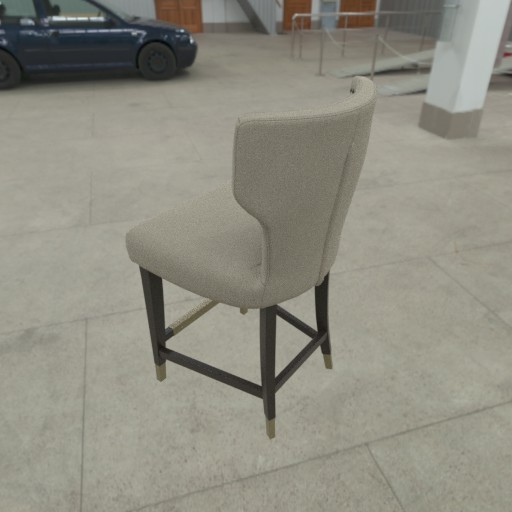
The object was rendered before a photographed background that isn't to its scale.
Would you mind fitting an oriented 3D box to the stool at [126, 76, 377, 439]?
[{"bbox_3d":[0.000,0.000,1.329,0.563,0.982,0.527,22,38,31],"label":"stool"}]
